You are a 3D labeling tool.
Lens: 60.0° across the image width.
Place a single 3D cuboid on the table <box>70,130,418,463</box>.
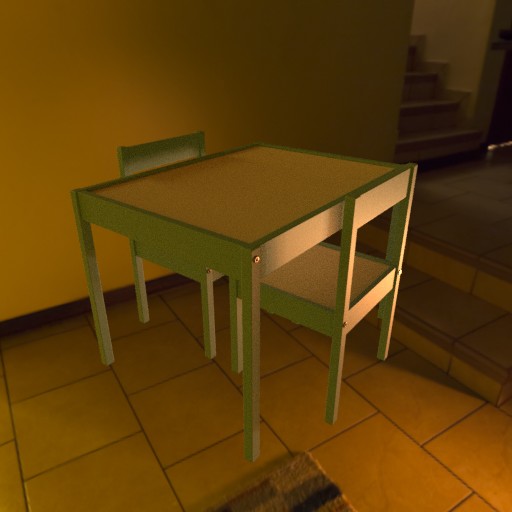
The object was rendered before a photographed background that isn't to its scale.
[{"bbox_3d":[0.000,0.000,1.101,0.633,0.503,0.639,19,31,34],"label":"table"}]
